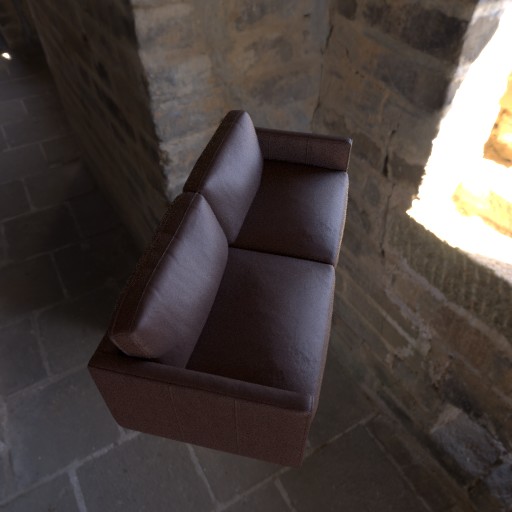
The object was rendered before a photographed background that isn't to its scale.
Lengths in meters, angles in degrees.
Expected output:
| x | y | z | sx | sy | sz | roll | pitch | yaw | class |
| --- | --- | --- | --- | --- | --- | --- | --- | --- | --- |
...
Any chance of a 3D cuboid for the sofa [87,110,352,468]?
| x | y | z | sx | sy | sz | roll | pitch | yaw | class |
| --- | --- | --- | --- | --- | --- | --- | --- | --- | --- |
| 0.000 | 0.000 | 2.486 | 0.923 | 0.863 | 1.971 | 9 | 46 | 9 | sofa |
